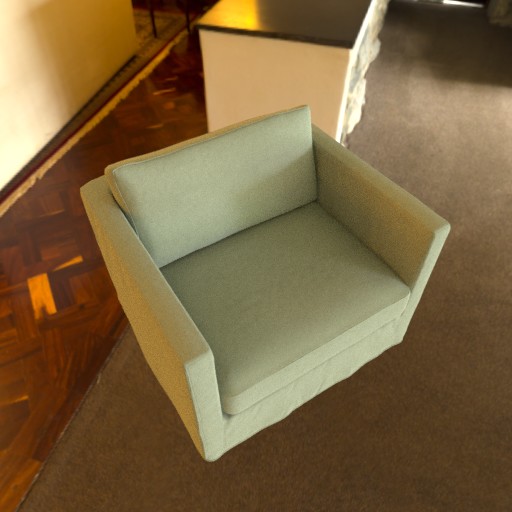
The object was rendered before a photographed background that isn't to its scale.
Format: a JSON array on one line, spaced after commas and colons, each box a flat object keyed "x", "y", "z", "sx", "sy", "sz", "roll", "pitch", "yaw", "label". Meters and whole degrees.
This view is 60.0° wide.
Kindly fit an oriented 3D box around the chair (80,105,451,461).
[{"x": 0.000, "y": 0.000, "z": 1.790, "sx": 1.057, "sy": 0.863, "sz": 0.949, "roll": -25, "pitch": 52, "yaw": -22, "label": "chair"}]
